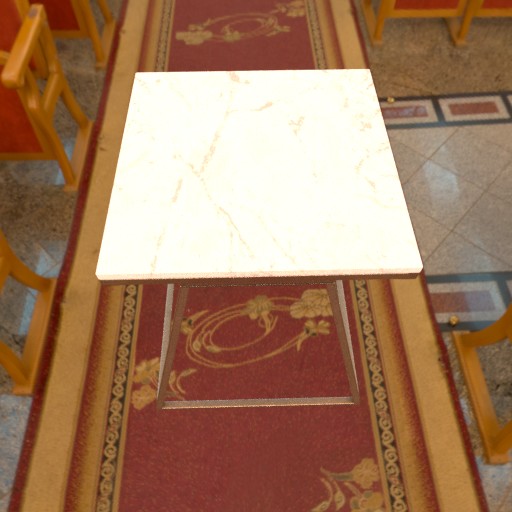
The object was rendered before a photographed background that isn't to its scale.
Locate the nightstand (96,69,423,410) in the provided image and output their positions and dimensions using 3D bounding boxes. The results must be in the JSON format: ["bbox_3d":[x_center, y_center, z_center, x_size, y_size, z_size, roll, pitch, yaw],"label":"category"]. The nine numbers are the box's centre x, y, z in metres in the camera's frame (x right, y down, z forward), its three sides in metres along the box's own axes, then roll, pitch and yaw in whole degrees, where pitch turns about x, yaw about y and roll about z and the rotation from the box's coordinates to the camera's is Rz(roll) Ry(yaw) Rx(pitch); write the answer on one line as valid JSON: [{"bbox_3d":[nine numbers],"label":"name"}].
[{"bbox_3d":[0.000,0.000,0.889,0.455,0.554,0.455,-1,57,-1],"label":"nightstand"}]
